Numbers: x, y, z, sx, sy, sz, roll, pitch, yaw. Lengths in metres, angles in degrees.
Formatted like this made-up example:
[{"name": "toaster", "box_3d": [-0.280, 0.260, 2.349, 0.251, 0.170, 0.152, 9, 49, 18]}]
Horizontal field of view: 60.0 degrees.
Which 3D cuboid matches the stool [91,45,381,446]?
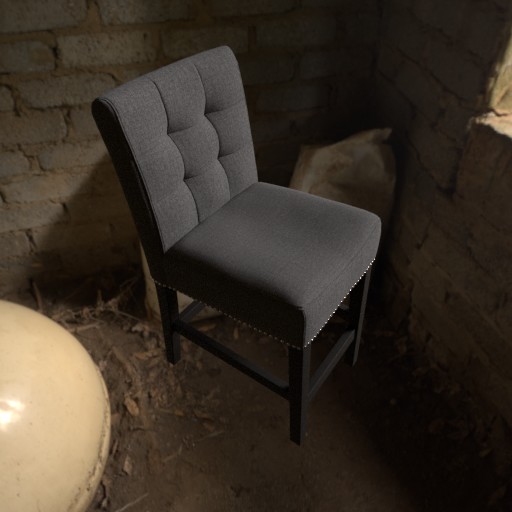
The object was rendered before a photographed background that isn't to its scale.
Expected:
[{"name": "stool", "box_3d": [0.000, 0.000, 1.186, 0.571, 0.885, 0.427, 26, 48, 26]}]
